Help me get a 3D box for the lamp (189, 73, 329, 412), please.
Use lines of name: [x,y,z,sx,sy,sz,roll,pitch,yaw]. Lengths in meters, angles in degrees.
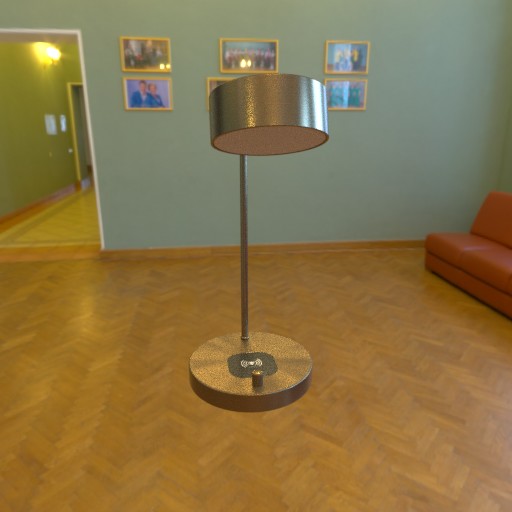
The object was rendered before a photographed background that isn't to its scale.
lamp: [0.000,0.000,0.523,0.171,0.380,0.270,-2,17,-8]
